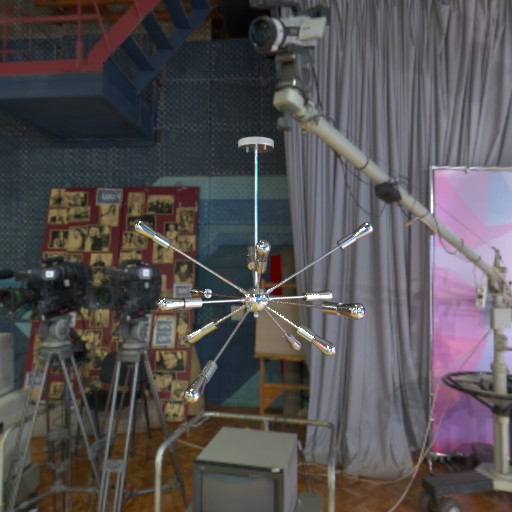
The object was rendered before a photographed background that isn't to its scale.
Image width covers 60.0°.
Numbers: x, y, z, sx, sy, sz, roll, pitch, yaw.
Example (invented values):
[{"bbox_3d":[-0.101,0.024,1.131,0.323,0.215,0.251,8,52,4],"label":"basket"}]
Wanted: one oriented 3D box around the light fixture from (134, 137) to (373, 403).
[{"bbox_3d":[0.000,0.000,1.079,0.509,0.558,0.684,1,-1,-34],"label":"light fixture"}]
